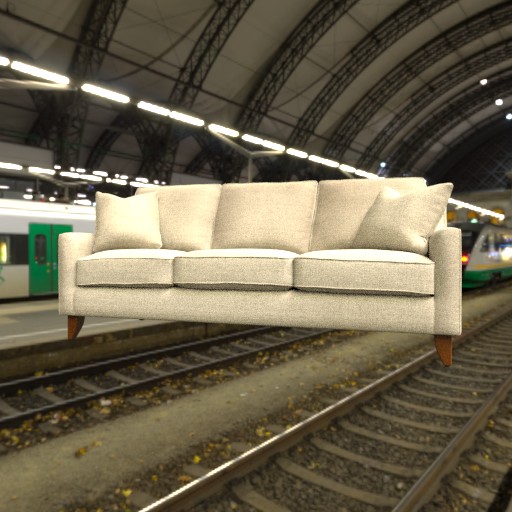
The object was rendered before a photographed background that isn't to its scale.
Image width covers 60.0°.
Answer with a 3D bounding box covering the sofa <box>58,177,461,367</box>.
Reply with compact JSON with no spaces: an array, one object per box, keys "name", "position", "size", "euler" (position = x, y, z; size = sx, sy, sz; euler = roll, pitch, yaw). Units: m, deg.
[{"name":"sofa","position":[0.000,0.000,2.470],"size":[2.031,0.914,0.865],"euler":[0,0,18]}]
